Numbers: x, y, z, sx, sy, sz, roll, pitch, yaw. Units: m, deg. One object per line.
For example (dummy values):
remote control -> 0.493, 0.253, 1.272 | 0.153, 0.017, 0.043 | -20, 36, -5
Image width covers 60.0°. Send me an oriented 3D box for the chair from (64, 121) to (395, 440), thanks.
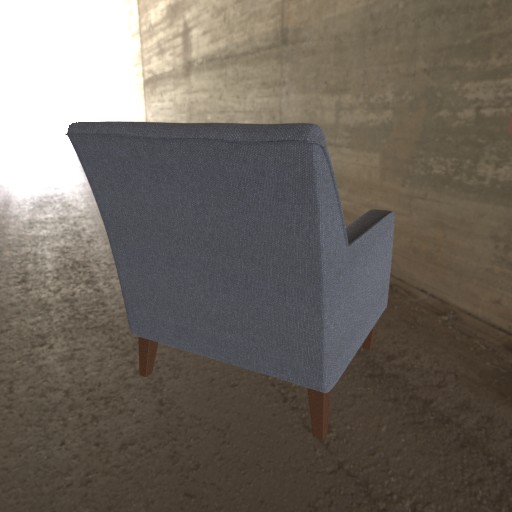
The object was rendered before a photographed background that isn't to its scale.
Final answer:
chair -> 0.000, 0.000, 1.570 | 0.780, 0.919, 0.899 | 9, 20, 27
